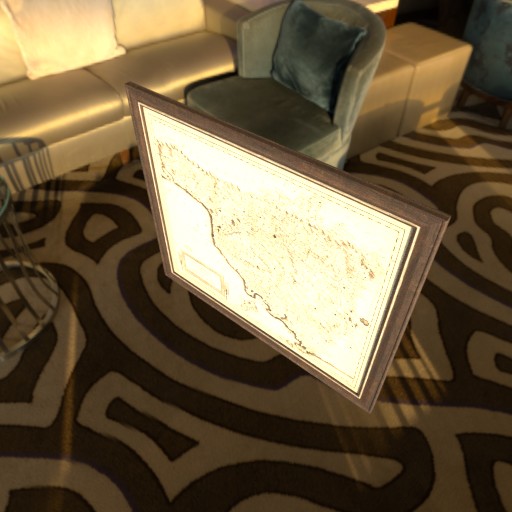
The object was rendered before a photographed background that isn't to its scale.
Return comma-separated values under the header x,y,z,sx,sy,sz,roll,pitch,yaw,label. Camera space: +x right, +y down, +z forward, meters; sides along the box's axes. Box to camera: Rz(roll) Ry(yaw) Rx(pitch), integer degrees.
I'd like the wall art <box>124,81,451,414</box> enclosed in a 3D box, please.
x,y,z,sx,sy,sz,roll,pitch,yaw,label
0.000,0.000,1.459,1.033,0.875,0.023,30,52,26,wall art
